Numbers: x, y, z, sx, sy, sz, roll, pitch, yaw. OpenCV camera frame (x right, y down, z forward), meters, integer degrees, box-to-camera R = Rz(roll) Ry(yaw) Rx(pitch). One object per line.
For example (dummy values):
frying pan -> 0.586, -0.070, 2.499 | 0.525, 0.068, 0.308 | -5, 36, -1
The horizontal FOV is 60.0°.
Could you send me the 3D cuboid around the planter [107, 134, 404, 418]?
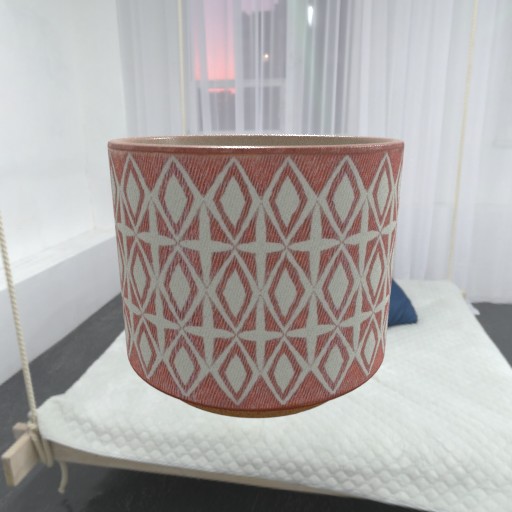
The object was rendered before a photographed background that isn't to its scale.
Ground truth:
planter -> 0.000, 0.000, 0.462 | 0.273, 0.237, 0.273 | 0, 17, 0
